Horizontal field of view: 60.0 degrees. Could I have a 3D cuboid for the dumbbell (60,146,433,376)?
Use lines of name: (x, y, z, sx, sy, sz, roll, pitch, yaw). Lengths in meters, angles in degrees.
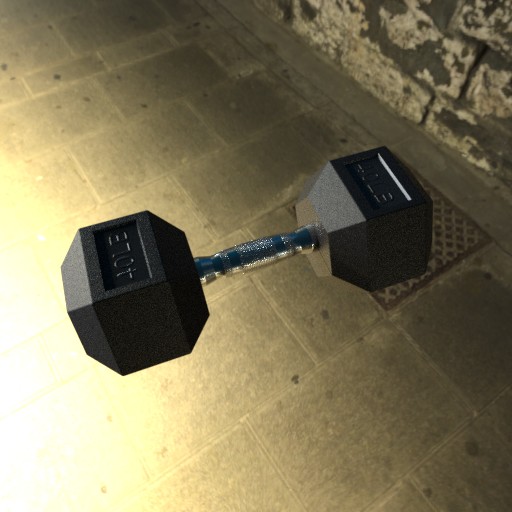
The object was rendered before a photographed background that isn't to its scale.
dumbbell: (0.000, 0.000, 0.458, 0.361, 0.137, 0.157, -17, 59, -11)
